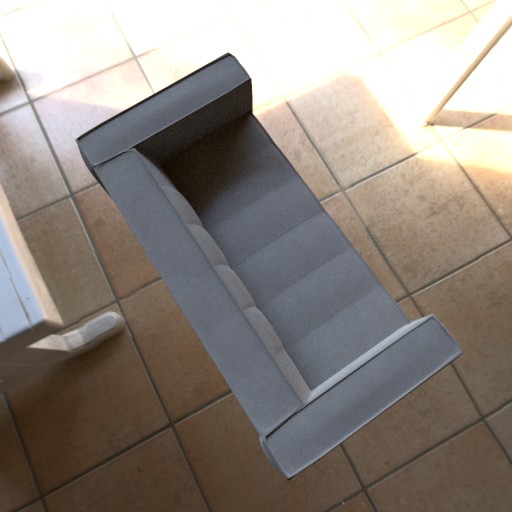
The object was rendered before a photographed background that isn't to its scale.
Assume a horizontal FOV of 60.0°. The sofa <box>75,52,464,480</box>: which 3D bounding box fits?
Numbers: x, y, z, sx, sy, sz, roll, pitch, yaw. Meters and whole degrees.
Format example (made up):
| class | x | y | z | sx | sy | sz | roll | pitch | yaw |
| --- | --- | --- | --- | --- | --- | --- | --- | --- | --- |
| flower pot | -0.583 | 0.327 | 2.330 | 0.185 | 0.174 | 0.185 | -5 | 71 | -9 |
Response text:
| class | x | y | z | sx | sy | sz | roll | pitch | yaw |
| --- | --- | --- | --- | --- | --- | --- | --- | --- | --- |
| sofa | 0.000 | 0.000 | 2.476 | 1.038 | 0.680 | 1.995 | -33 | 77 | -8 |
